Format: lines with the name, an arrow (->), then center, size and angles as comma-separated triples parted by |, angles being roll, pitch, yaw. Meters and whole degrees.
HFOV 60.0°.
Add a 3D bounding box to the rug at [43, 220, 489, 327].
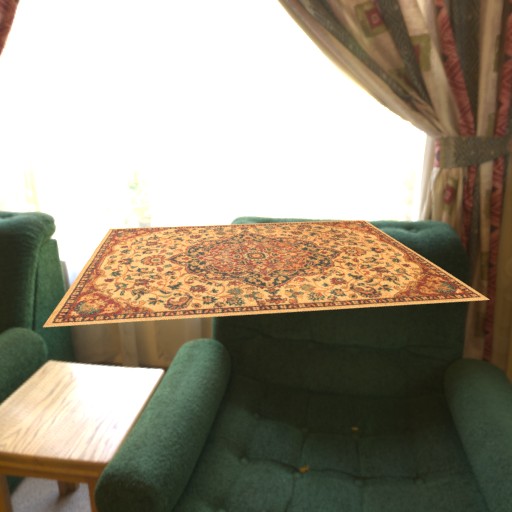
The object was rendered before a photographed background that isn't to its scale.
rug -> 0.000, 0.000, 4.155 | 3.067, 0.005, 2.454 | -3, 18, -8
